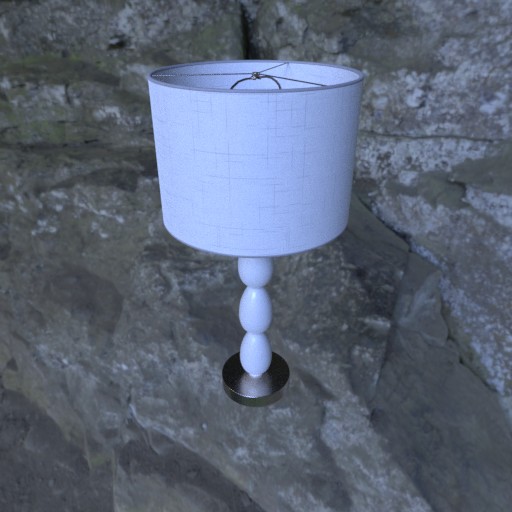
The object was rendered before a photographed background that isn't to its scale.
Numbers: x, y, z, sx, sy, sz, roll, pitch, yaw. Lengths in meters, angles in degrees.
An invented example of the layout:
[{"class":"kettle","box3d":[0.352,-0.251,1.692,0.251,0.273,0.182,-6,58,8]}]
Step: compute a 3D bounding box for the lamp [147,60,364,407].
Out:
[{"class":"lamp","box3d":[0.000,0.000,0.723,0.282,0.559,0.280,-22,36,-33]}]
